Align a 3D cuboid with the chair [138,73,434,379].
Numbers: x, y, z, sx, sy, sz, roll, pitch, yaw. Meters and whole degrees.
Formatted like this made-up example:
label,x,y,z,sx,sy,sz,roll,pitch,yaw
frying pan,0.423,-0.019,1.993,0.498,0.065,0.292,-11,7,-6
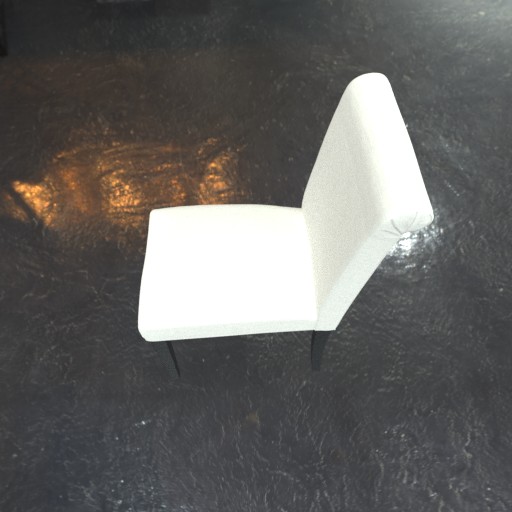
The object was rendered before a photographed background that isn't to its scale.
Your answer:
label,x,y,z,sx,sy,sz,roll,pitch,yaw
chair,0.000,0.000,1.388,0.708,0.976,0.452,-2,57,-2
